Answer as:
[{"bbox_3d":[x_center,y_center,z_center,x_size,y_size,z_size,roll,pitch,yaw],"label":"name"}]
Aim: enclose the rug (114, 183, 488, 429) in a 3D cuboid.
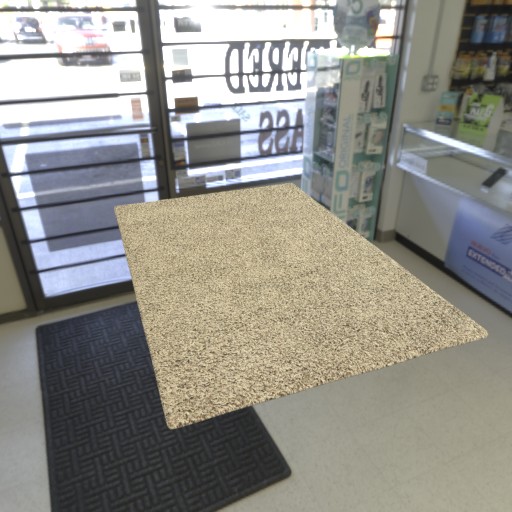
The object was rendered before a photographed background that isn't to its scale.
[{"bbox_3d":[0.000,0.000,2.214,1.219,0.030,1.778,-10,31,-18],"label":"rug"}]
